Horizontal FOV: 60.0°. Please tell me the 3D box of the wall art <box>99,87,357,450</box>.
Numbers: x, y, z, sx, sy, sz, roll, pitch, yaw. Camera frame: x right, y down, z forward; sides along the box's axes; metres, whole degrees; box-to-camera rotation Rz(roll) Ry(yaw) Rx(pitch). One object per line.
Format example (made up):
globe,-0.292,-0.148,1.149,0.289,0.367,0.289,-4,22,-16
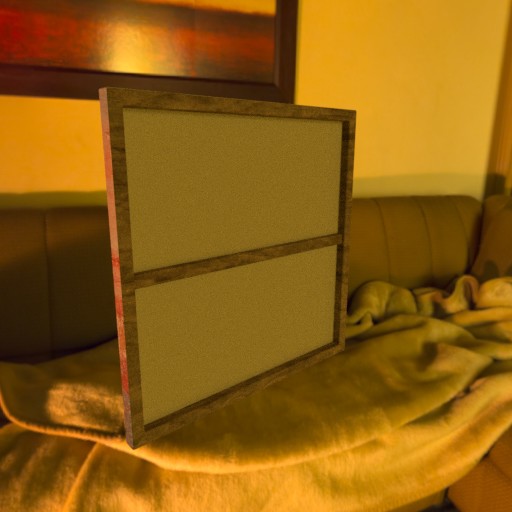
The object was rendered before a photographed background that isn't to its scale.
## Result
wall art,0.000,0.000,1.130,0.747,0.747,0.035,-12,18,-40
